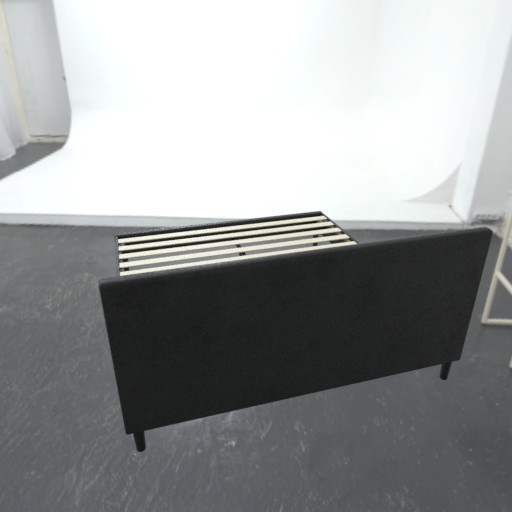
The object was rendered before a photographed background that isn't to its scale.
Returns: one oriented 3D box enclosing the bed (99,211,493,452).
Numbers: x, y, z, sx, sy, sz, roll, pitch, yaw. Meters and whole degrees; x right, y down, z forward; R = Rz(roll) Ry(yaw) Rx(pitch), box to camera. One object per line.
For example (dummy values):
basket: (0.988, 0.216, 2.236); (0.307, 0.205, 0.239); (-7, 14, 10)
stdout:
bed: (0.000, 0.000, 3.261); (2.018, 1.046, 2.152); (-8, 28, -15)
